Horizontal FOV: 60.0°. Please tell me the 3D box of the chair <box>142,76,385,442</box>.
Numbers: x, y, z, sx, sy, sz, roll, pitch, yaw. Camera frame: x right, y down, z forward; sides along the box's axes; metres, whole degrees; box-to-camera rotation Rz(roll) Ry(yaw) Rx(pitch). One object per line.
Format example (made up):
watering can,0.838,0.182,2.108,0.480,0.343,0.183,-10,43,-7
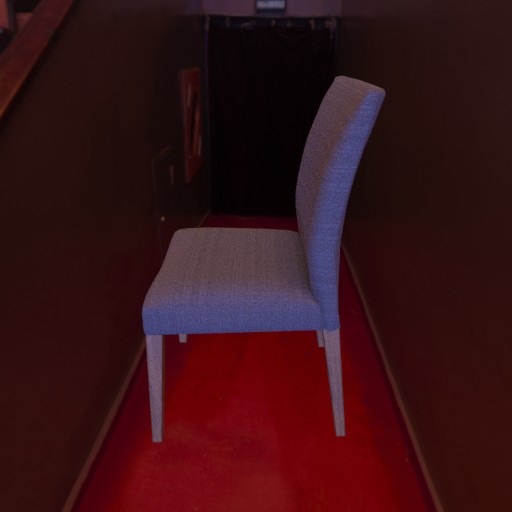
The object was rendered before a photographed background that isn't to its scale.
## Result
chair,0.000,0.000,1.279,0.585,0.940,0.496,0,26,0
